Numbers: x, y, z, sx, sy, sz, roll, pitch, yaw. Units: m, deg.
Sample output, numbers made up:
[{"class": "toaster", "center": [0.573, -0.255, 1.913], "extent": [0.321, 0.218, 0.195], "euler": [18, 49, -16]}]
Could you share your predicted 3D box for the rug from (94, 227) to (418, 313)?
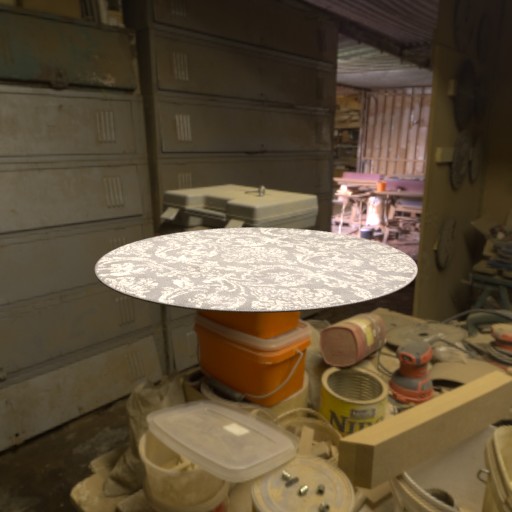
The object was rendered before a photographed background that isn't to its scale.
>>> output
[{"class": "rug", "center": [0.000, 0.000, 2.315], "extent": [1.593, 0.012, 1.593], "euler": [0, 14, 0]}]
